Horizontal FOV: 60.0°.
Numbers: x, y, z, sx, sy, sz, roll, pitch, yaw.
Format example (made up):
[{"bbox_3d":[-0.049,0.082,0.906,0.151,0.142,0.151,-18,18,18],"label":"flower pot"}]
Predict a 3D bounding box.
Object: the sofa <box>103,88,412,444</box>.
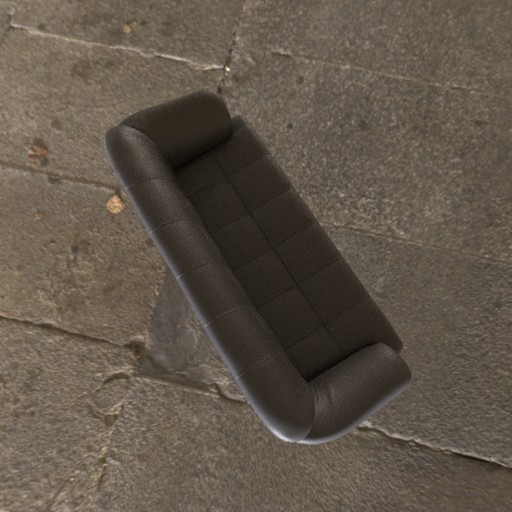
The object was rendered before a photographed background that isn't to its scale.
[{"bbox_3d":[0.000,0.000,2.292,0.800,0.811,1.829,-31,76,-8],"label":"sofa"}]
